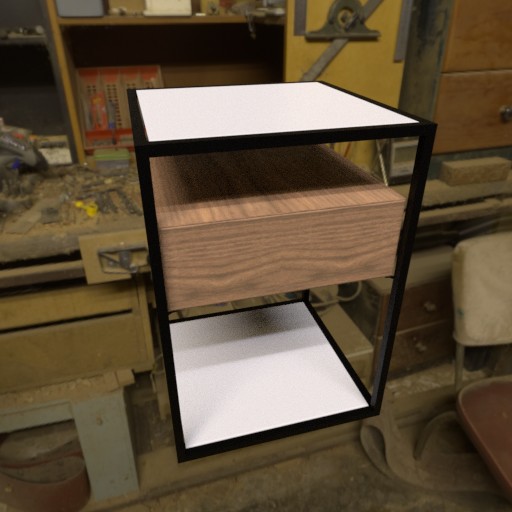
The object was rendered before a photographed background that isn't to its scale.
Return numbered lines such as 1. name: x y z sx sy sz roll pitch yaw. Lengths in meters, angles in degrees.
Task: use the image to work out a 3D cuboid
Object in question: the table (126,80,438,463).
1. table: 0.000 0.000 0.814 0.378 0.540 0.378 -8 31 -13
